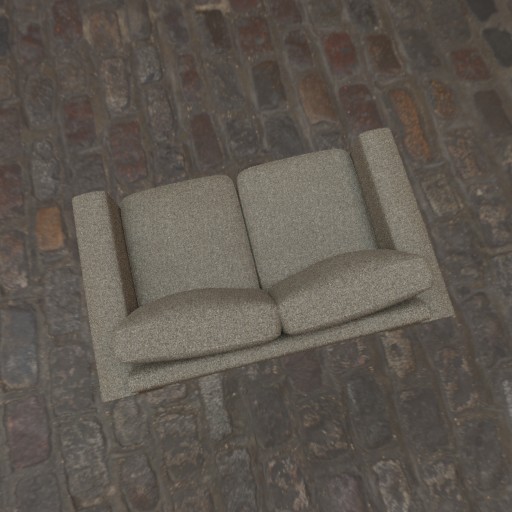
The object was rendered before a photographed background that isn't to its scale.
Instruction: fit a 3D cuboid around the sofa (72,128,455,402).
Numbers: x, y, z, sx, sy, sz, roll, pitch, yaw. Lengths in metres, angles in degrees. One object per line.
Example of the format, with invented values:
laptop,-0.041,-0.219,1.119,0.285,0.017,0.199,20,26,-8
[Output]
sofa,0.000,0.000,2.185,1.616,0.873,1.016,-13,76,-3
